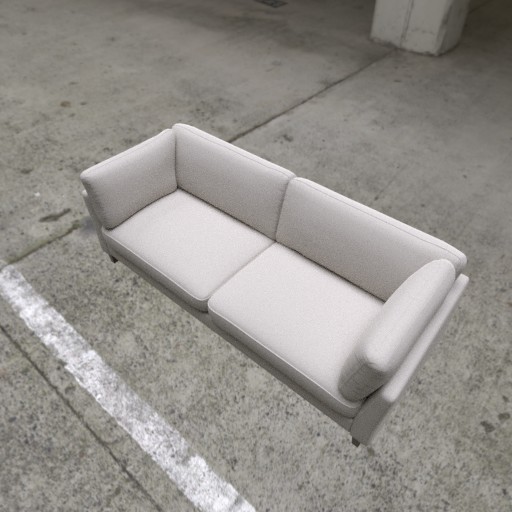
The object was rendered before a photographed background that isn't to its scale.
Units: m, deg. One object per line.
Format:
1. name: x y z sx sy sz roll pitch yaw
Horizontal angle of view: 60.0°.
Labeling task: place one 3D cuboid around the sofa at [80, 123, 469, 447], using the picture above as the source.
1. sofa: 0.000 0.000 2.780 2.301 0.863 0.957 31 52 28
